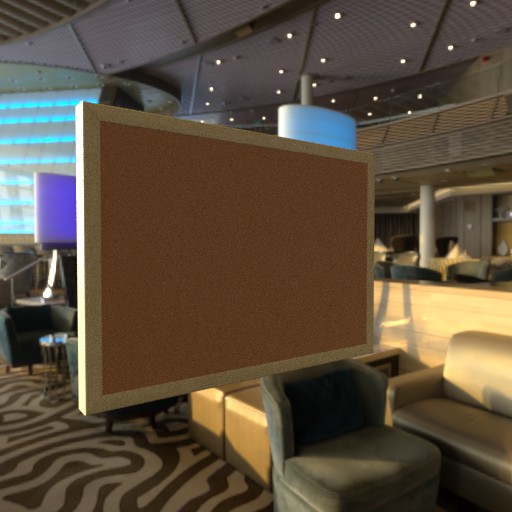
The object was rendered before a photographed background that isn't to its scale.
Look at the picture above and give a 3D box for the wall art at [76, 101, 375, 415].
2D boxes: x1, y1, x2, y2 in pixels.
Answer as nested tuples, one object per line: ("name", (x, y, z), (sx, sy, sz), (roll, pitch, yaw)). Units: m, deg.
("wall art", (0.000, 0.000, 0.702), (0.533, 0.381, 0.032), (-1, 2, -36))
